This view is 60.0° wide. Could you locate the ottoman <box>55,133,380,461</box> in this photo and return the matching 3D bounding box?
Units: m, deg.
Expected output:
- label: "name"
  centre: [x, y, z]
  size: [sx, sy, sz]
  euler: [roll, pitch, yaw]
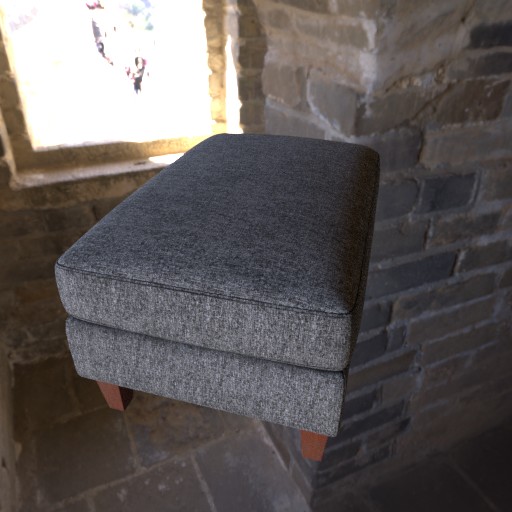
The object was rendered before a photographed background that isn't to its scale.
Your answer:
- label: "ottoman"
  centre: [0.000, 0.000, 1.189]
  size: [0.584, 0.483, 0.864]
  euler: [9, 33, 14]
